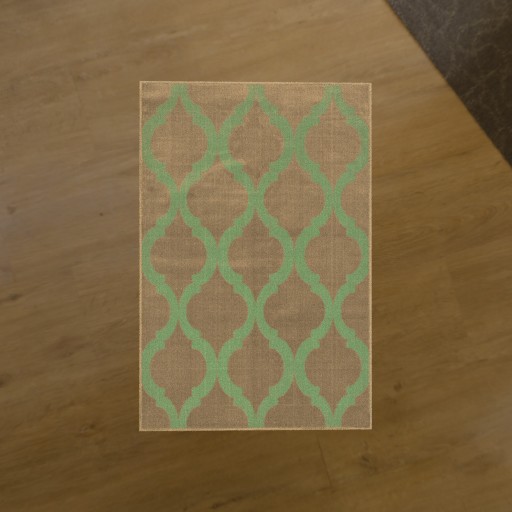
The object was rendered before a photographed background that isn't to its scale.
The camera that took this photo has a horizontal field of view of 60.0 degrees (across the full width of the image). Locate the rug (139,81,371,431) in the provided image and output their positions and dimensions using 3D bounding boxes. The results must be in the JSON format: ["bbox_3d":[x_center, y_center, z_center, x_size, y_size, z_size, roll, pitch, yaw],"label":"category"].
[{"bbox_3d":[0.000,0.000,2.915,1.524,0.006,2.286,0,90,-1],"label":"rug"}]
